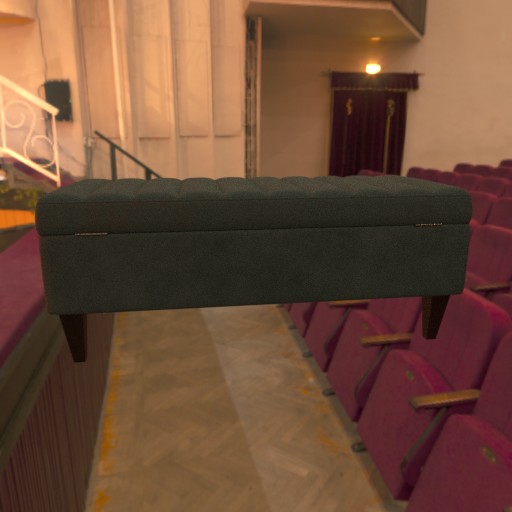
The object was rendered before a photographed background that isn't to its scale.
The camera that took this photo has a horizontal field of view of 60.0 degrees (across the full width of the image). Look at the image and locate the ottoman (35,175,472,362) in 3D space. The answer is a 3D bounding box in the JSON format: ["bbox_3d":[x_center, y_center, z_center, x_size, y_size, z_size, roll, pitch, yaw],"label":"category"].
[{"bbox_3d":[0.000,0.000,1.404,1.151,0.469,0.482,-2,15,-8],"label":"ottoman"}]
